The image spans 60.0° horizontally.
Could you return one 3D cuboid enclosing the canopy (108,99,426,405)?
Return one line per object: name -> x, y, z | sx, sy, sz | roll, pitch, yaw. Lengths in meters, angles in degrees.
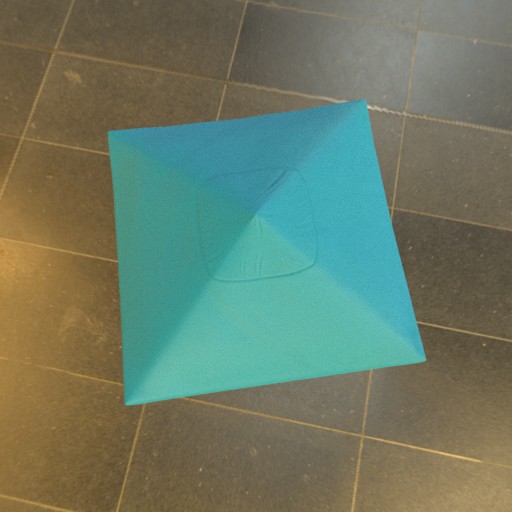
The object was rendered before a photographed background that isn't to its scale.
canopy -> 0.000, 0.000, 5.404 | 2.996, 2.997, 2.998 | -8, 75, -2
